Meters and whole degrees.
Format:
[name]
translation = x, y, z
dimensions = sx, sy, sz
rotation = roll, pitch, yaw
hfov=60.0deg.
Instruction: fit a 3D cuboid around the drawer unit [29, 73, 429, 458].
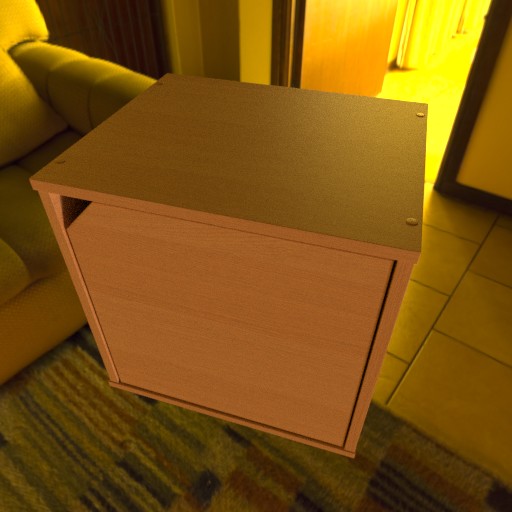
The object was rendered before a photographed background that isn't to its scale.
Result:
[drawer unit]
translation = 0.000, 0.000, 0.587
dimensions = 0.349, 0.344, 0.290
rotation = 12, 43, 13
